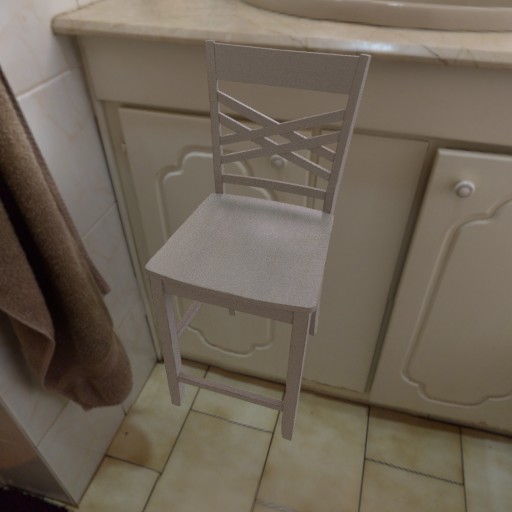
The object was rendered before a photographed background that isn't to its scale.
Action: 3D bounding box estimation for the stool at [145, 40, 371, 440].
[{"bbox_3d":[0.000,0.000,1.360,0.462,1.079,0.539,12,41,14],"label":"stool"}]
